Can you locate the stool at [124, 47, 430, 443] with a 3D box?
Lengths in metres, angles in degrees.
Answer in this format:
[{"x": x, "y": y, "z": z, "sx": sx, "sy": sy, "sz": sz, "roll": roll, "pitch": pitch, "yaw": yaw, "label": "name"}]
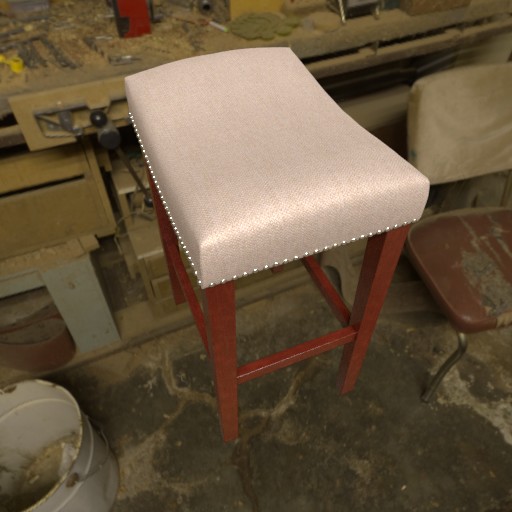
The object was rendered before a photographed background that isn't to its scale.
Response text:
[{"x": 0.000, "y": 0.000, "z": 1.011, "sx": 0.372, "sy": 0.742, "sz": 0.504, "roll": -17, "pitch": 51, "yaw": -15, "label": "stool"}]
